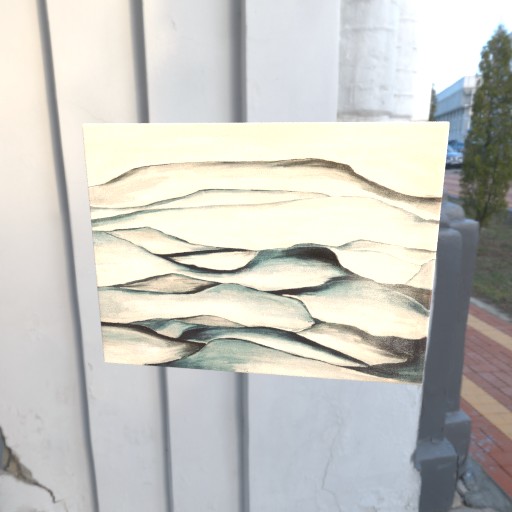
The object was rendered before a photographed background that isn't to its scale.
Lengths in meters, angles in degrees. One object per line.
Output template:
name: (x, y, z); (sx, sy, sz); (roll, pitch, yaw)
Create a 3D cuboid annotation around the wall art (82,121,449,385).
wall art: (0.000, 0.000, 1.589); (1.219, 0.915, 0.039); (2, 15, 8)
